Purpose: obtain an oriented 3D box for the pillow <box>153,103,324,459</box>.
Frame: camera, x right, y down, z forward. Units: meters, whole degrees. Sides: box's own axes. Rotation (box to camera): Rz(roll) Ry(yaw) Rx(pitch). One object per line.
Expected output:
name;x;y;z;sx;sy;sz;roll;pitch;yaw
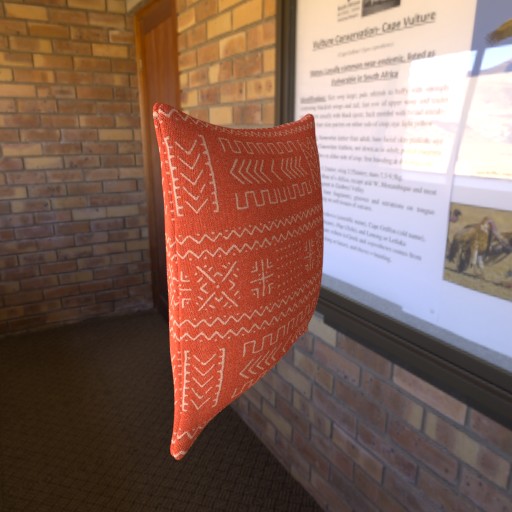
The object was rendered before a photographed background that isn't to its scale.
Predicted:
pillow;0.000;0.000;0.677;0.164;0.429;0.438;8;18;27
